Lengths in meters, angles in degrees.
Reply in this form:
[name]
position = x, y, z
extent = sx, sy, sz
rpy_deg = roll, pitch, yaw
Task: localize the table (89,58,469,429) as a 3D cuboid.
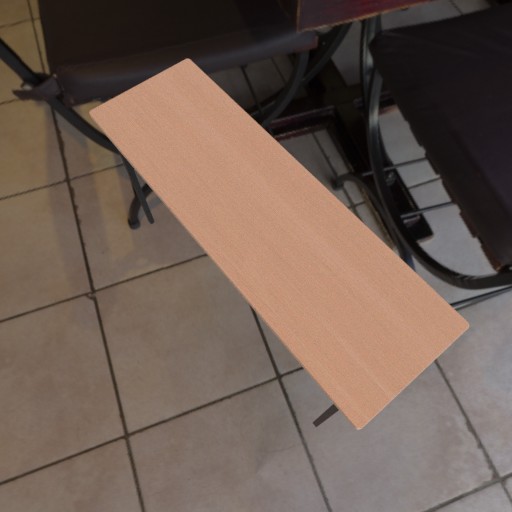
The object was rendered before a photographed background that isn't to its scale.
[table]
position = 0.000, 0.000, 1.776
extent = 0.447, 0.750, 1.397
rpy_deg = -36, 69, -16
